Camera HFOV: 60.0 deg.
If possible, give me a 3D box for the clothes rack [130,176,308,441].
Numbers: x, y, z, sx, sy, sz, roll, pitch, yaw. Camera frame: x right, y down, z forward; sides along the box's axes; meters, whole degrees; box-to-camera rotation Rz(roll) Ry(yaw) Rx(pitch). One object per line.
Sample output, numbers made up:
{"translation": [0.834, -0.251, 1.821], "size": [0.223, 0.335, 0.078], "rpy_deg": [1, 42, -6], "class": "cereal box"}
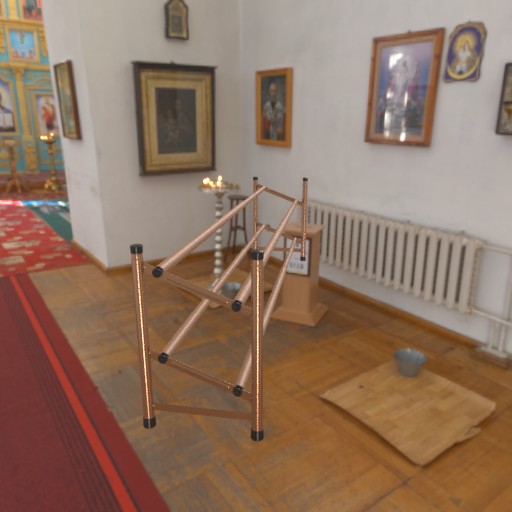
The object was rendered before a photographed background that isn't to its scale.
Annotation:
{"translation": [0.000, 0.000, 1.310], "size": [0.229, 0.349, 1.168], "rpy_deg": [3, 16, 10], "class": "clothes rack"}
